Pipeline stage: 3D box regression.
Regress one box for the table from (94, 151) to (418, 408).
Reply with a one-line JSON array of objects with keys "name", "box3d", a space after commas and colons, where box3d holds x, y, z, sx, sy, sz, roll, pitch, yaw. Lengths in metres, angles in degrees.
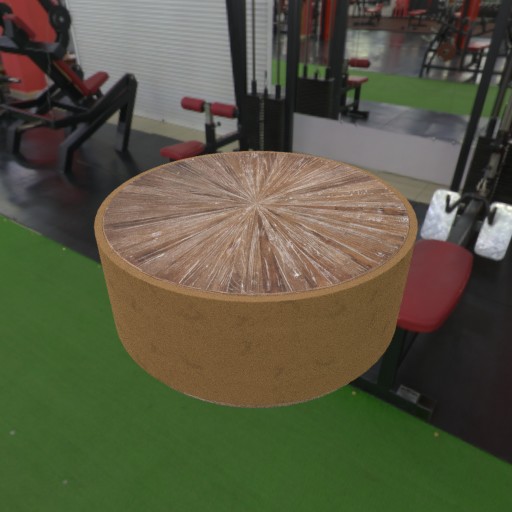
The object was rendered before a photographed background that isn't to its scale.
[{"name": "table", "box3d": [0.000, 0.000, 1.541, 1.001, 0.409, 1.001, 0, 33, 0]}]
